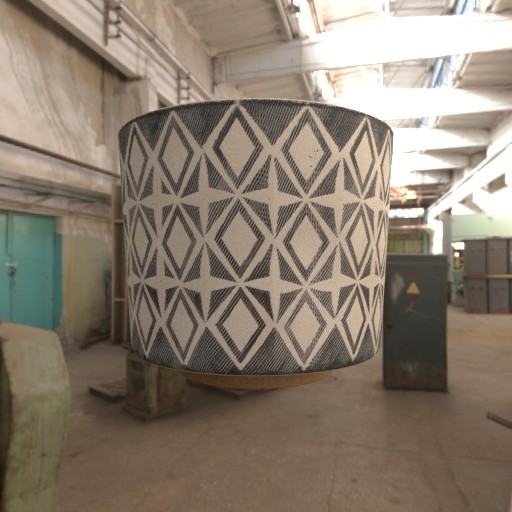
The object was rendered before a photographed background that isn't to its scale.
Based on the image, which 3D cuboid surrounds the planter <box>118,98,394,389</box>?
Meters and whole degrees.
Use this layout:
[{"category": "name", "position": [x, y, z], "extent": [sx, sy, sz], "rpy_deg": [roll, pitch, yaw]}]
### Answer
[{"category": "planter", "position": [0.000, 0.000, 0.437], "extent": [0.260, 0.220, 0.260], "rpy_deg": [0, 0, 0]}]
